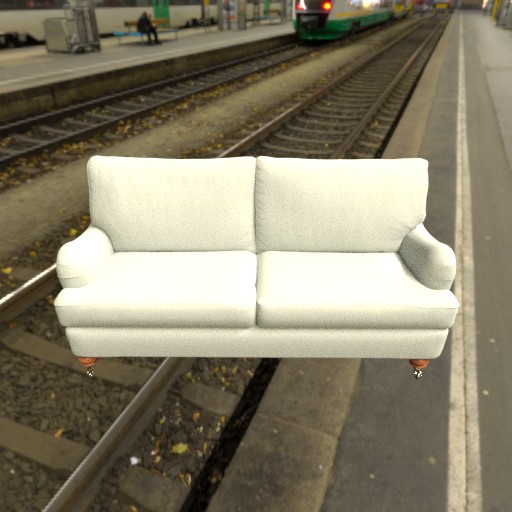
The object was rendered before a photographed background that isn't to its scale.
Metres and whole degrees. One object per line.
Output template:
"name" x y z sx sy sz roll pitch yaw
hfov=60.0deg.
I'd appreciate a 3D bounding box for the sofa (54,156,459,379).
"sofa" 0.000 0.000 2.758 2.193 1.096 1.069 0 30 0
